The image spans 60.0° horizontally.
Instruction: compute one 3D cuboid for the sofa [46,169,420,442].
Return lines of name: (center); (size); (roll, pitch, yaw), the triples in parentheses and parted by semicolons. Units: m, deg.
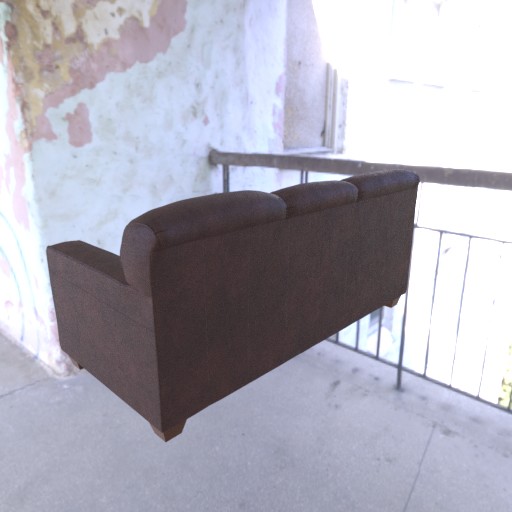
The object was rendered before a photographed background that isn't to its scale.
sofa: (0.000, 0.000, 2.575); (1.008, 0.953, 2.039); (16, 24, 42)
